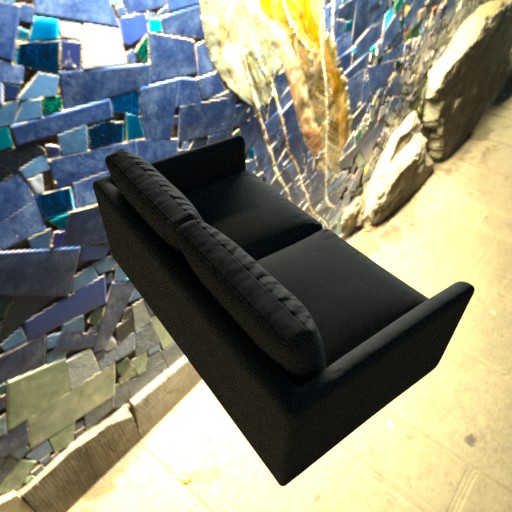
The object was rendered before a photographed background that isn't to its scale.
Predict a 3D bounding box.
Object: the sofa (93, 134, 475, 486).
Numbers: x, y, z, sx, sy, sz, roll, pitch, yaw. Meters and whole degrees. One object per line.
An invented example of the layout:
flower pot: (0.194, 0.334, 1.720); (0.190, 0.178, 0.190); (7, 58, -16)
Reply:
sofa: (0.000, 0.000, 2.472); (1.091, 0.845, 1.909); (-26, 47, -26)
